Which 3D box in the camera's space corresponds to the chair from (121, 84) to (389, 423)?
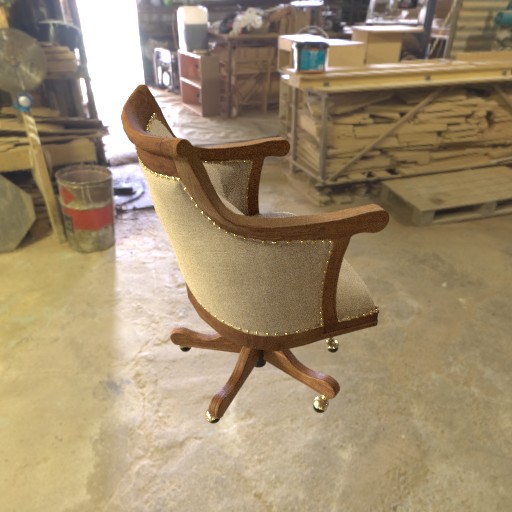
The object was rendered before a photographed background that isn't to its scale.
[{"bbox_3d":[0.000,0.000,1.406,0.689,0.965,0.656,-11,33,-17],"label":"chair"}]
